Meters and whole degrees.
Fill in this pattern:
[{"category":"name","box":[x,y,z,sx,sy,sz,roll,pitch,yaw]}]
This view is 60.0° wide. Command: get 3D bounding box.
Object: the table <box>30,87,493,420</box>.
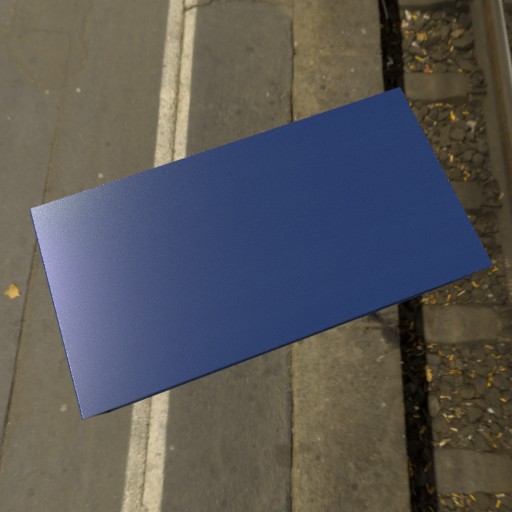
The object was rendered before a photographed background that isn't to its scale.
[{"category":"table","box":[0.000,0.000,1.355,1.067,0.457,0.572,-20,76,-5]}]
